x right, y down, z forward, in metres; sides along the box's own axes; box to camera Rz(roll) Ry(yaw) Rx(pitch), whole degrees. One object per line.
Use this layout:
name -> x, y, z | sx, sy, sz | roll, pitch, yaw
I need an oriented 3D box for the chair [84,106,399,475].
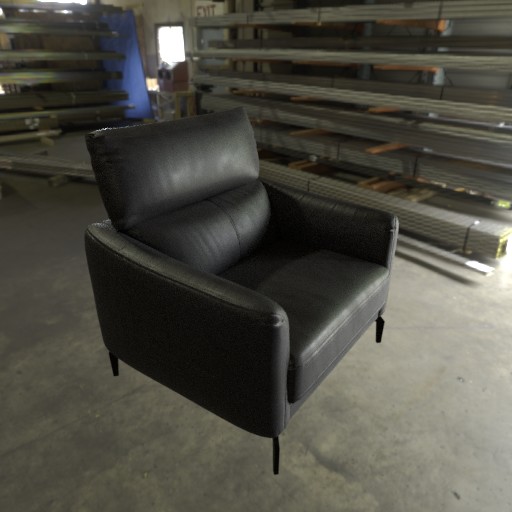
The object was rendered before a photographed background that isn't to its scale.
chair -> 0.000, 0.000, 1.654 | 0.809, 0.949, 0.976 | 17, 30, 32
